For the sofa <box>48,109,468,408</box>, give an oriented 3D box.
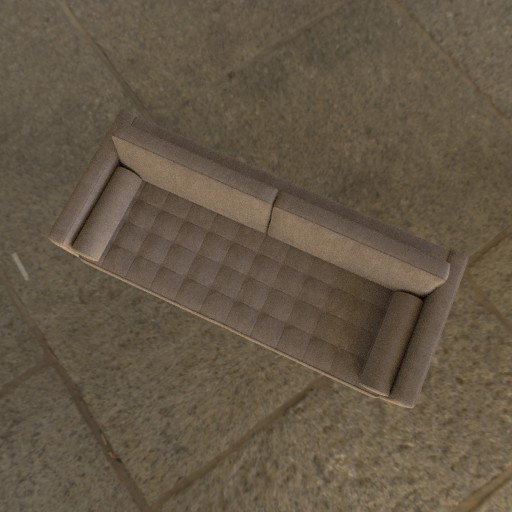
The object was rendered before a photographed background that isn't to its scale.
[{"bbox_3d":[0.000,0.000,2.638,2.200,0.770,0.919,24,78,5],"label":"sofa"}]
